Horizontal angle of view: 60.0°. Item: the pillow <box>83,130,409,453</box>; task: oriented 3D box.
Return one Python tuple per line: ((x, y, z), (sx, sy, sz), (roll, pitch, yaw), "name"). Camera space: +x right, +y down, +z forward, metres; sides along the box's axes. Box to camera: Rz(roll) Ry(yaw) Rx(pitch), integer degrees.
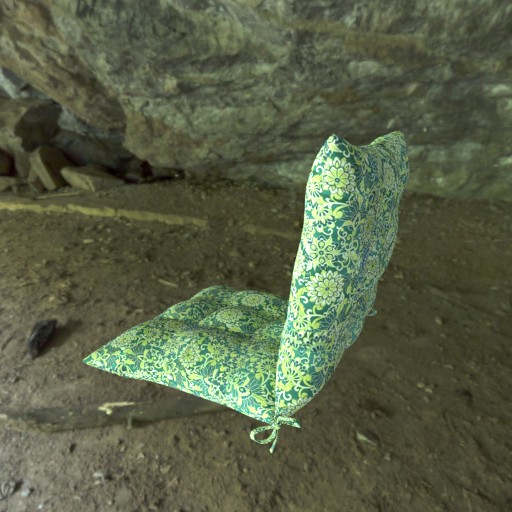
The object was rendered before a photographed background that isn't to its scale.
((0.000, 0.000, 0.980), (0.585, 0.536, 0.541), (9, 19, 26), "pillow")
